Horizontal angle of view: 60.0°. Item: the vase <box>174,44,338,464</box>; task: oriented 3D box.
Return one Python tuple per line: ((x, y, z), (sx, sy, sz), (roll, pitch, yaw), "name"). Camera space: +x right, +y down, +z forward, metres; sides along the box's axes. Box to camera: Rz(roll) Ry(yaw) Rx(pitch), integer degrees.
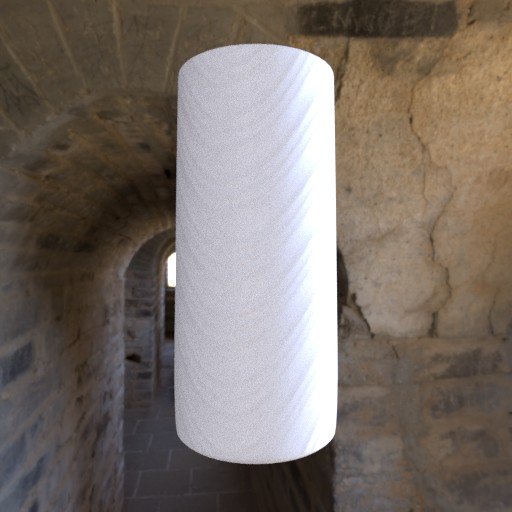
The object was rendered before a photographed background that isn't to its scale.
((0.000, 0.000, 0.397), (0.143, 0.316, 0.143), (0, -1, 0), "vase")
